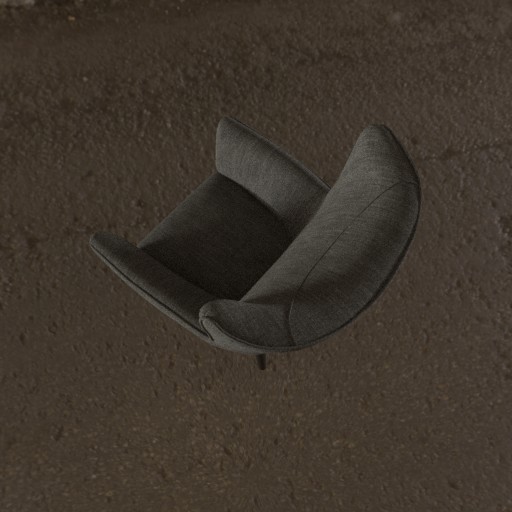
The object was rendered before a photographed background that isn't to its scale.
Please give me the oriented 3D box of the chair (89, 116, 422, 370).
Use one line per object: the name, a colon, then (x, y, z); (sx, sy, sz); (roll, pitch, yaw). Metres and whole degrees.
chair: (0.000, 0.000, 1.611); (0.888, 0.933, 0.781); (36, 68, 17)
